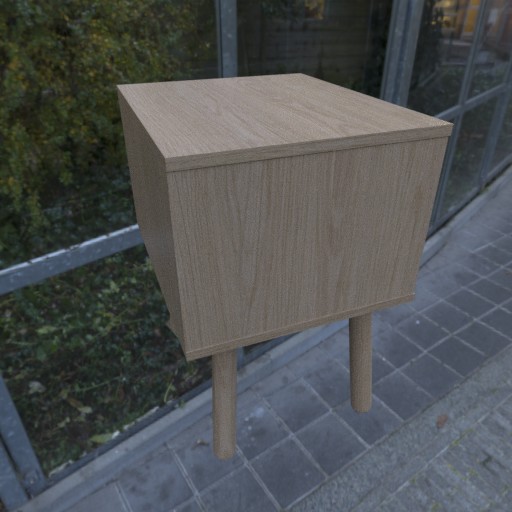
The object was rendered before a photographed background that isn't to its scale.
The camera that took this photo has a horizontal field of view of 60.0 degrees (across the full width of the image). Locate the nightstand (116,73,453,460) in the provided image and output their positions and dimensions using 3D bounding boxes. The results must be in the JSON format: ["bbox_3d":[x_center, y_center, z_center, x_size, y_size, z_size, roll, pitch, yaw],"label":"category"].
[{"bbox_3d":[0.000,0.000,0.848,0.380,0.571,0.450,-11,33,-18],"label":"nightstand"}]
